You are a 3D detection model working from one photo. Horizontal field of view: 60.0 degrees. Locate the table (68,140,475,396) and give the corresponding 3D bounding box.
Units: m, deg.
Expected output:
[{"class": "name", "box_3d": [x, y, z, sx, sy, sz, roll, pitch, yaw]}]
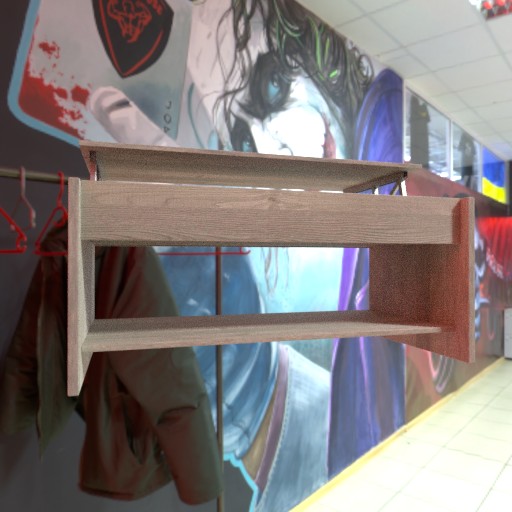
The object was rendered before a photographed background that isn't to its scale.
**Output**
[{"class": "table", "box_3d": [0.000, 0.000, 1.373, 1.000, 0.570, 0.712, 0, 0, -17]}]
